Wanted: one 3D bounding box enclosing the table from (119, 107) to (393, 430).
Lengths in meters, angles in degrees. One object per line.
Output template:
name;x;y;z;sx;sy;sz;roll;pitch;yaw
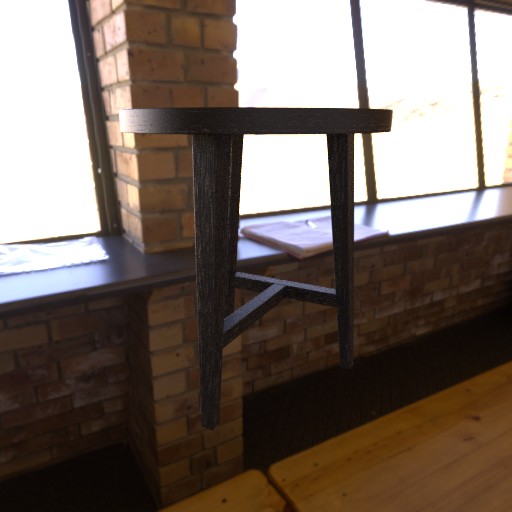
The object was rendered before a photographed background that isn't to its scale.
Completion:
table;0.000;0.000;0.739;0.399;0.460;0.399;0;17;0
